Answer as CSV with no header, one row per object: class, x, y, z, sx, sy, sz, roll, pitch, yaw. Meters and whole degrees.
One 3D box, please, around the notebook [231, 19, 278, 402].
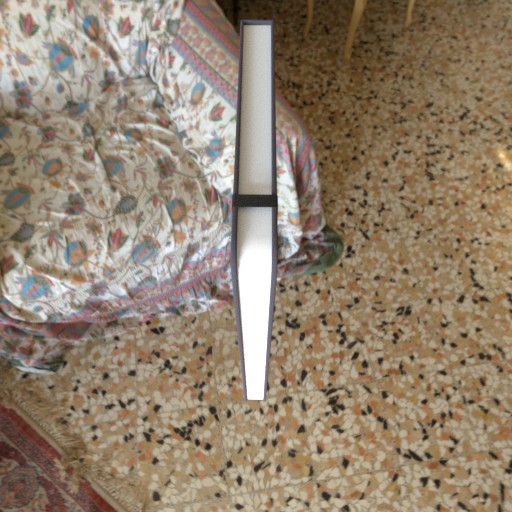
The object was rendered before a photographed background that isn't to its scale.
notebook,0.000,0.000,0.262,0.016,0.213,0.127,0,60,0
